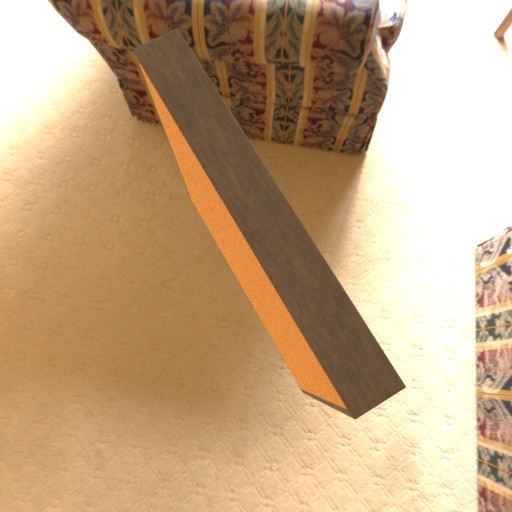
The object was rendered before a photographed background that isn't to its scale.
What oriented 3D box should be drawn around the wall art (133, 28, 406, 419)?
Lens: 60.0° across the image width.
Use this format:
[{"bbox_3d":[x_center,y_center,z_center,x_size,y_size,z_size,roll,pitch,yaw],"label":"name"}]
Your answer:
[{"bbox_3d":[0.000,0.000,0.448,0.038,0.302,0.303,-29,78,-7],"label":"wall art"}]
